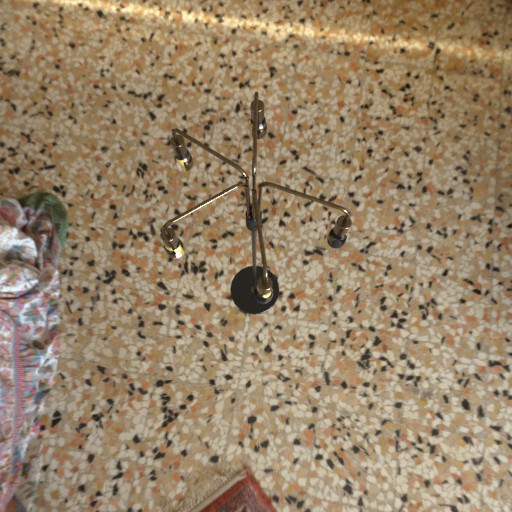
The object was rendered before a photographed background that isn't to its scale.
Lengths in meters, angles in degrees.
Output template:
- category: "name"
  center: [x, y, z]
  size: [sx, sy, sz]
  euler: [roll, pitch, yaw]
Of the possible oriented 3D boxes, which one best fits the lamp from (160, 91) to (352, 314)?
- category: "lamp"
  center: [0.000, 0.000, 2.007]
  size: [0.599, 1.721, 0.572]
  euler: [19, 76, 5]
